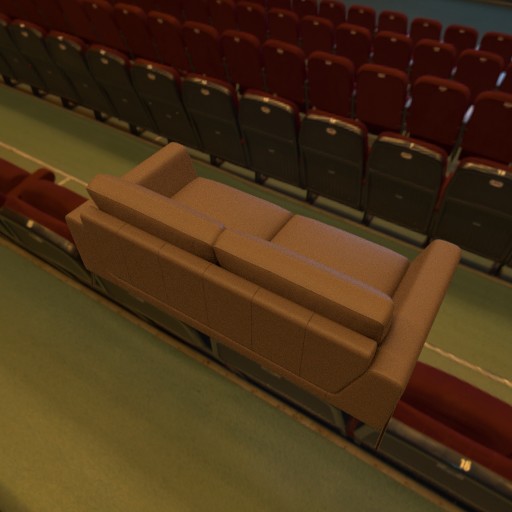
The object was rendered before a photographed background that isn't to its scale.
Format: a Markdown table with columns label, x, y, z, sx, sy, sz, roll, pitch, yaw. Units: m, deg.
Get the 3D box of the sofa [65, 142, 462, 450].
| label | x | y | z | sx | sy | sz | roll | pitch | yaw |
| --- | --- | --- | --- | --- | --- | --- | --- | --- | --- |
| sofa | 0.000 | 0.000 | 2.552 | 2.017 | 0.875 | 0.953 | 24 | 50 | 22 |
